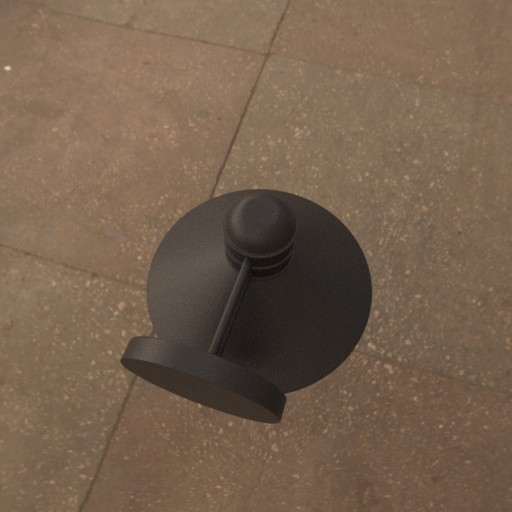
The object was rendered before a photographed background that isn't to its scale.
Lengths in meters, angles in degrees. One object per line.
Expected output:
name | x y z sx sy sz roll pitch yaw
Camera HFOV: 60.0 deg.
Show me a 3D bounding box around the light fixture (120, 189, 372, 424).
light fixture | 0.000 0.000 0.665 0.396 0.265 0.434 17 63 9
